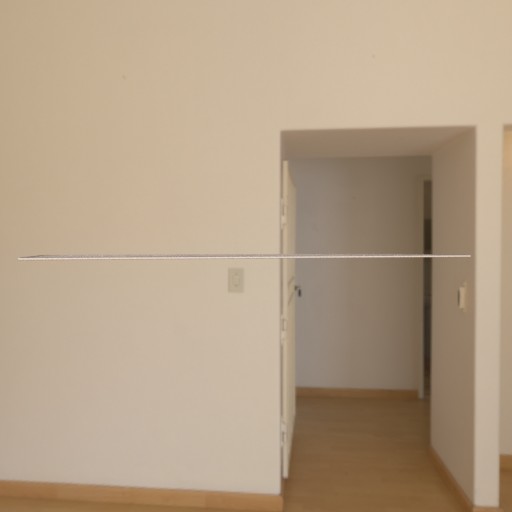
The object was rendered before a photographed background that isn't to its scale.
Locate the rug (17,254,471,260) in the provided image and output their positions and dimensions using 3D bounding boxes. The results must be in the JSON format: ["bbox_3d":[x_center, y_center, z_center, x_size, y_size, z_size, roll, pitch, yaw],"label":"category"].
[{"bbox_3d":[0.000,0.000,2.624,2.388,0.012,0.864,0,1,-20],"label":"rug"}]
